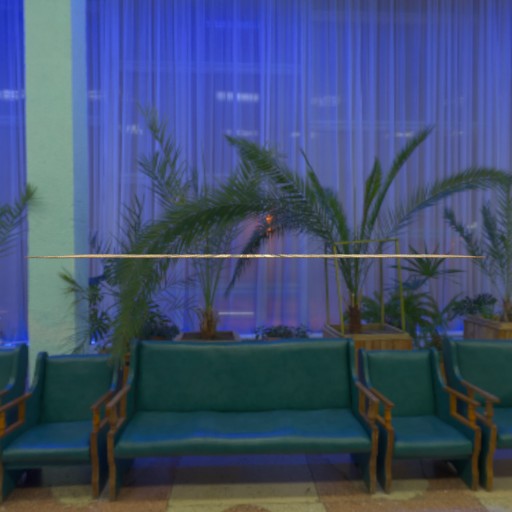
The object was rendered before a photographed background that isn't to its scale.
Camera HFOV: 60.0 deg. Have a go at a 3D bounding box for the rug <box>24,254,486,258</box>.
[{"bbox_3d":[0.000,0.000,2.728,2.444,0.010,0.799,0,1,-1],"label":"rug"}]
